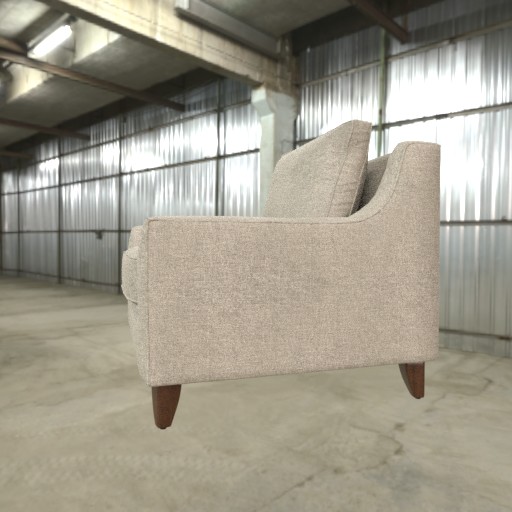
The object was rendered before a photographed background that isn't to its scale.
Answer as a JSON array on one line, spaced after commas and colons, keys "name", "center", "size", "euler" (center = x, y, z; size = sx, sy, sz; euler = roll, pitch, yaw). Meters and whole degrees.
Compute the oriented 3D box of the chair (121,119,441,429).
[{"name": "chair", "center": [0.000, 0.000, 1.583], "size": [0.918, 0.864, 0.838], "euler": [0, 2, -18]}]
